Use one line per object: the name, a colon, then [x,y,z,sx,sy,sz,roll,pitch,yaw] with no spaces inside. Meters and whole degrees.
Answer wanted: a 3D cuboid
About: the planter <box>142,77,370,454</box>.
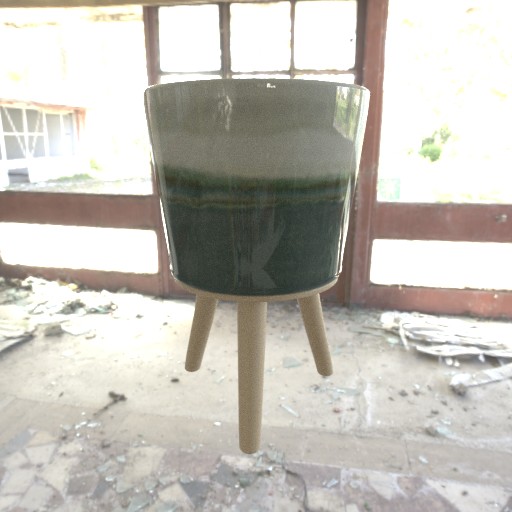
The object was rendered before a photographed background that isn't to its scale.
planter: [0.000,0.000,0.475,0.217,0.331,0.217,-14,20,-42]
